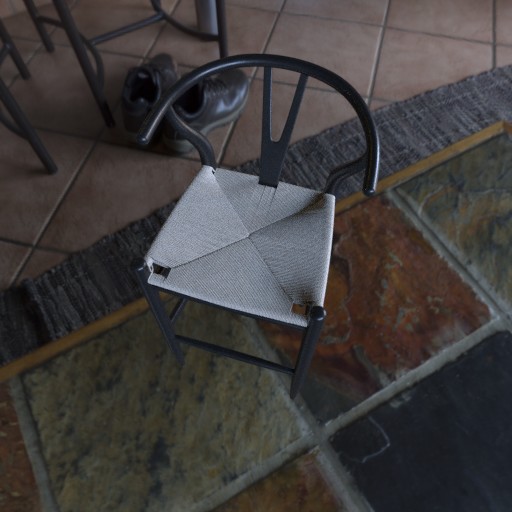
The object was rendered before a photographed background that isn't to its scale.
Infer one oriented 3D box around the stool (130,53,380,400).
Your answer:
[{"bbox_3d":[0.000,0.000,1.441,0.569,1.072,0.579,15,61,8],"label":"stool"}]
